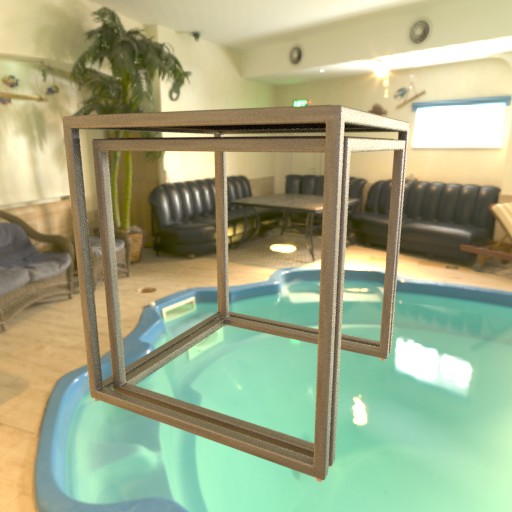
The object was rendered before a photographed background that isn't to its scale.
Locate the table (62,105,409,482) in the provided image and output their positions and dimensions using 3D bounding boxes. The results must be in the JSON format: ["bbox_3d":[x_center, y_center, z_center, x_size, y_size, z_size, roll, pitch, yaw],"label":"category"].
[{"bbox_3d":[0.000,0.000,0.843,0.449,0.500,0.450,7,16,27],"label":"table"}]
